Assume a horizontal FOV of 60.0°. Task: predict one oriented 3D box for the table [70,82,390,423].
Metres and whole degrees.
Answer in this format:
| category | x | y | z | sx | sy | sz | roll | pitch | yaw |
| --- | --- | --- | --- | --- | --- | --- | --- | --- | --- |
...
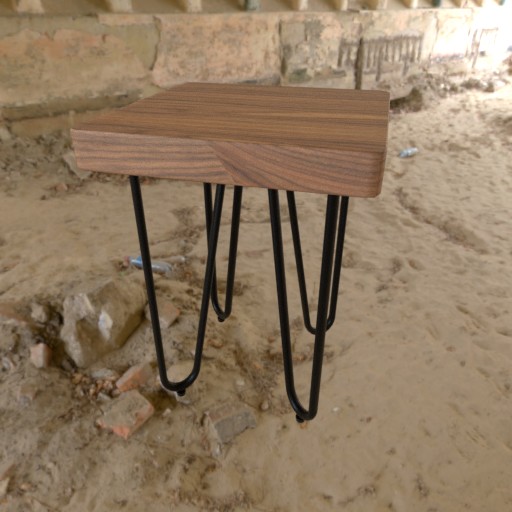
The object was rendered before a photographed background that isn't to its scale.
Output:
| category | x | y | z | sx | sy | sz | roll | pitch | yaw |
| --- | --- | --- | --- | --- | --- | --- | --- | --- | --- |
| table | 0.000 | 0.000 | 0.984 | 0.480 | 0.641 | 0.479 | 8 | 31 | 13 |
